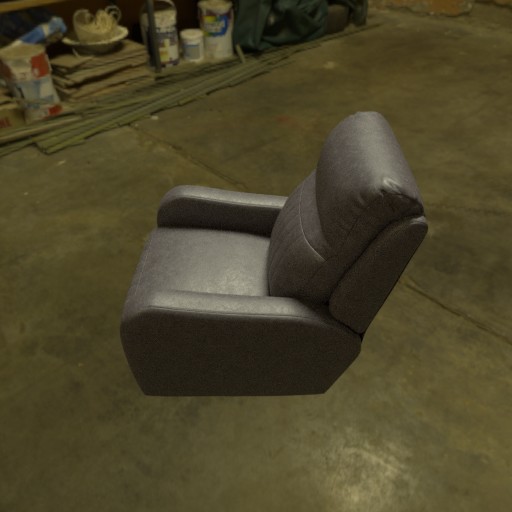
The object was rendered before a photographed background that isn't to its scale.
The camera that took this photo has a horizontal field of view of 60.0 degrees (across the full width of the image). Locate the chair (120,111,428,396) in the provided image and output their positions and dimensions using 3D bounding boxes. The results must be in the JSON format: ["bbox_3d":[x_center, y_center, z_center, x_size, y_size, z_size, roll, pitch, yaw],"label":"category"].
[{"bbox_3d":[0.000,0.000,1.863,1.067,1.067,0.865,1,41,1],"label":"chair"}]
